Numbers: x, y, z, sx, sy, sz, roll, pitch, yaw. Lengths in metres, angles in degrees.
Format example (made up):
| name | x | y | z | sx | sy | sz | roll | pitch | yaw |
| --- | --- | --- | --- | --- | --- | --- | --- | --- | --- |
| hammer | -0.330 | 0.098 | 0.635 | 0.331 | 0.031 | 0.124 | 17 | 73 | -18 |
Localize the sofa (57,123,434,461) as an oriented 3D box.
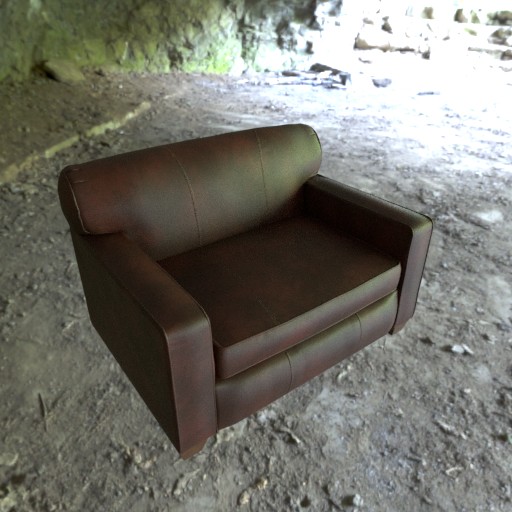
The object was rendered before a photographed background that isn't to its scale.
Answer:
| name | x | y | z | sx | sy | sz | roll | pitch | yaw |
| --- | --- | --- | --- | --- | --- | --- | --- | --- | --- |
| sofa | 0.000 | 0.000 | 2.079 | 1.413 | 0.956 | 1.000 | -20 | 35 | -31 |
